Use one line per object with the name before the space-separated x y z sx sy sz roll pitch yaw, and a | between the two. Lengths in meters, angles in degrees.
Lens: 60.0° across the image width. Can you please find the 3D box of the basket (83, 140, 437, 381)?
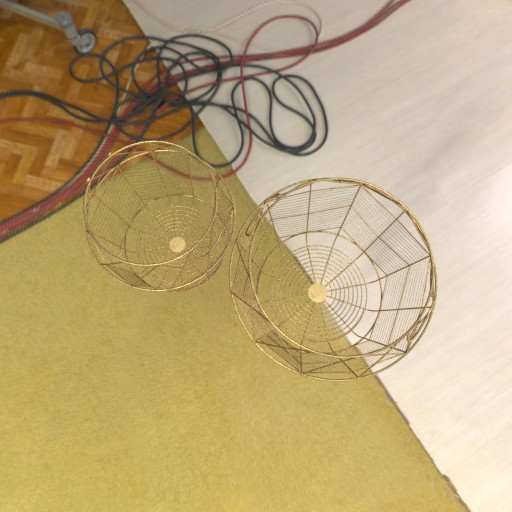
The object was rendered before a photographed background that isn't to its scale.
basket | 0.000 0.000 1.049 0.805 0.343 0.451 19 76 5
